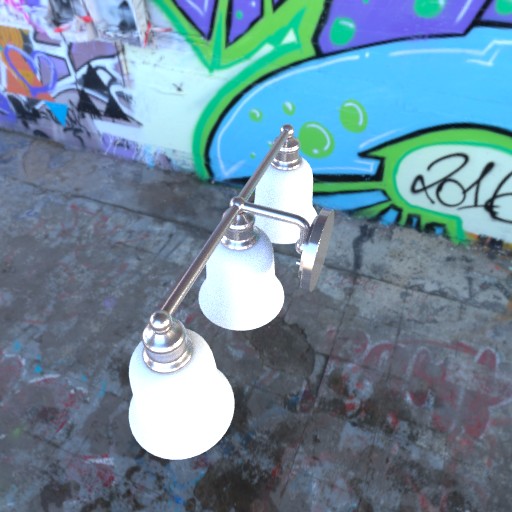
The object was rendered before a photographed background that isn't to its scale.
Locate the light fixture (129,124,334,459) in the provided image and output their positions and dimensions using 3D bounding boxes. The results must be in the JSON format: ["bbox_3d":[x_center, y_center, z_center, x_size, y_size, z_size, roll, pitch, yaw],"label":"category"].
[{"bbox_3d":[0.000,0.000,0.672,0.198,0.211,0.570,16,48,15],"label":"light fixture"}]
